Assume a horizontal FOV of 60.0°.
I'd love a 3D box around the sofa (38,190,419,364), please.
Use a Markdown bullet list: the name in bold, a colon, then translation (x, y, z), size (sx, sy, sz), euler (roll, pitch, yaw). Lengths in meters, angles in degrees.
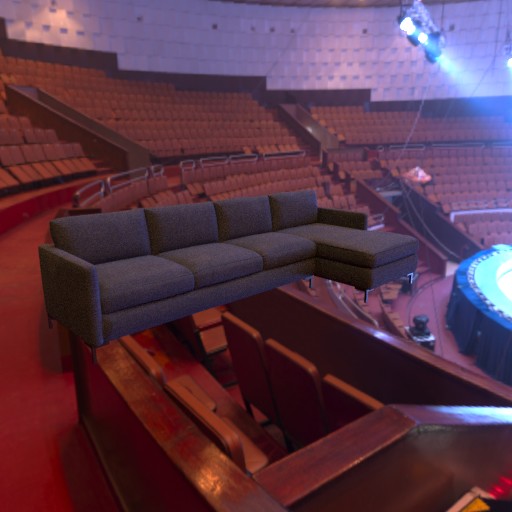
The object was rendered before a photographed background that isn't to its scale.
- **sofa**: translation (0.000, 0.000, 3.577), size (2.932, 0.810, 1.350), euler (-13, 20, -42)
